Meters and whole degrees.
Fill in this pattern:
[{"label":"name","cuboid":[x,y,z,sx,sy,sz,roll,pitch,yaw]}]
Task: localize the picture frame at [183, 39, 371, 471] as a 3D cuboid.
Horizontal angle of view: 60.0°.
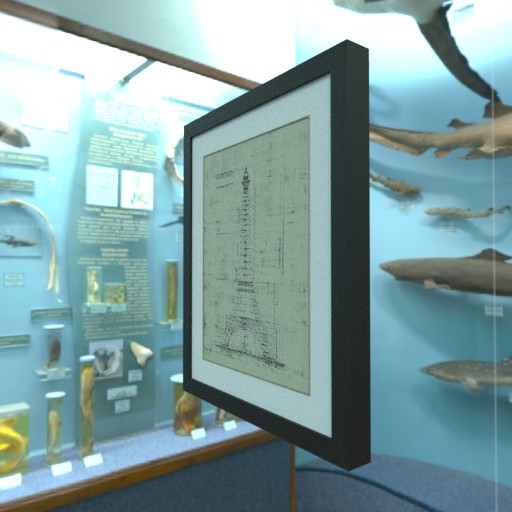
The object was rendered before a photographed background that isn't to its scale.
[{"label":"picture frame","cuboid":[0.000,0.000,0.763,0.044,0.555,0.452,1,-1,-37]}]
